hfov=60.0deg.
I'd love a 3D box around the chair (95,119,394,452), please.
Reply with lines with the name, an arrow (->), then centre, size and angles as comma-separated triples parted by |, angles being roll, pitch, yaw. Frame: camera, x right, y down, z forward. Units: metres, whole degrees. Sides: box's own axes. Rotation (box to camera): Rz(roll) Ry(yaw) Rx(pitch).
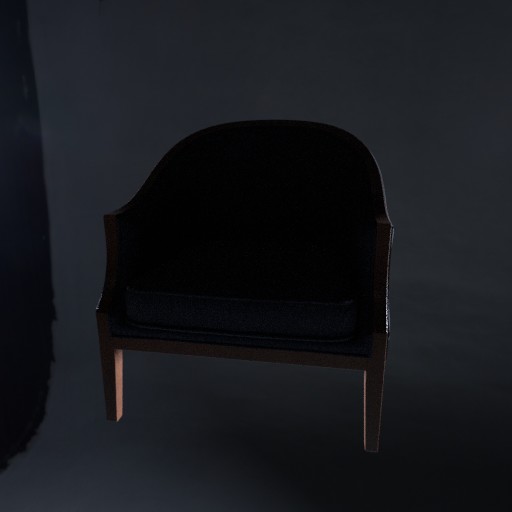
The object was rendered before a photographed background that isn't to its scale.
chair -> 0.000, 0.000, 1.445 | 0.803, 0.876, 0.735 | 3, 15, 10
